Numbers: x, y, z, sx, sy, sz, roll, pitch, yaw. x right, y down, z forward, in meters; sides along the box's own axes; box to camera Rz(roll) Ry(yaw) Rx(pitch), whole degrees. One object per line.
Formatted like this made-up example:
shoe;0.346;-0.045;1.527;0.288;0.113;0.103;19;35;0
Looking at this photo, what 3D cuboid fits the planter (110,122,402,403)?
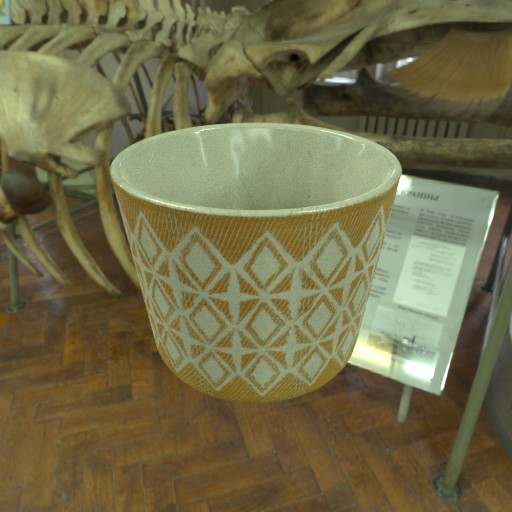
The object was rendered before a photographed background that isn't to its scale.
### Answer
planter;0.000;0.000;0.225;0.126;0.104;0.126;0;30;0
